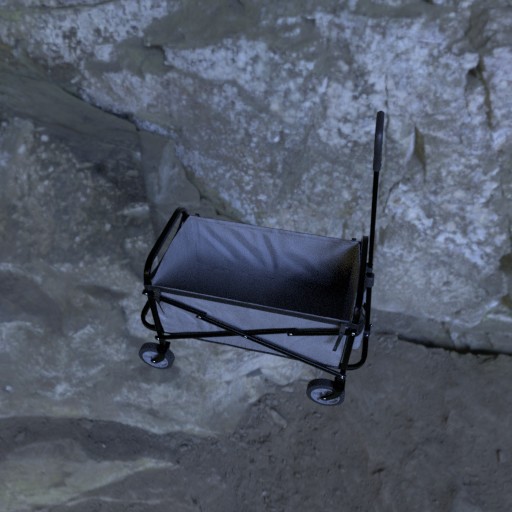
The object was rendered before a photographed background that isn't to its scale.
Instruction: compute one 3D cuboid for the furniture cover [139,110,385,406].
[{"bbox_3d":[0.000,0.000,1.796,1.038,1.295,0.532,10,45,10],"label":"furniture cover"}]
